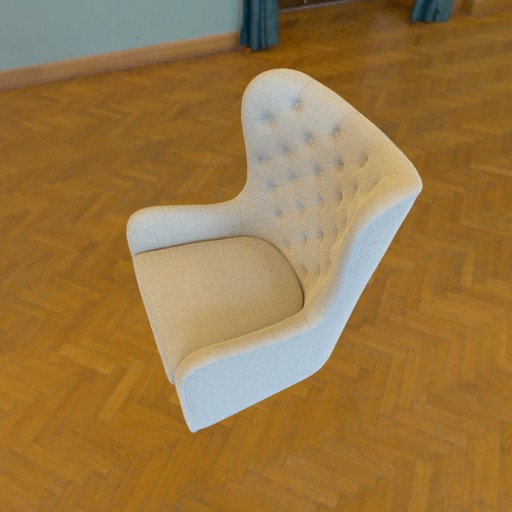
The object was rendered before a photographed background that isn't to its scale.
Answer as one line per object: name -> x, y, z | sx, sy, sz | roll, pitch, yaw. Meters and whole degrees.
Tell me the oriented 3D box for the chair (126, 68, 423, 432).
chair -> 0.000, 0.000, 1.758 | 0.929, 1.079, 0.831 | -18, 51, -15
